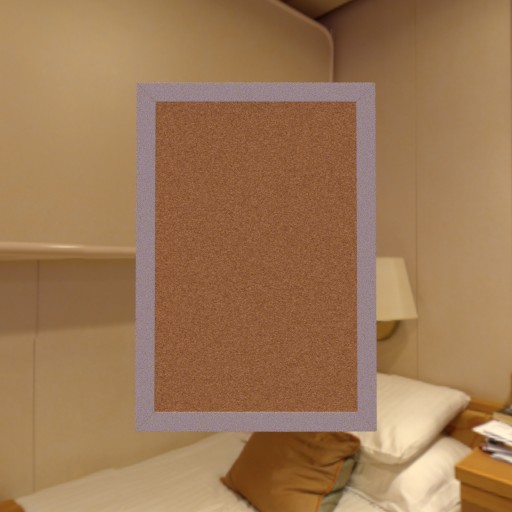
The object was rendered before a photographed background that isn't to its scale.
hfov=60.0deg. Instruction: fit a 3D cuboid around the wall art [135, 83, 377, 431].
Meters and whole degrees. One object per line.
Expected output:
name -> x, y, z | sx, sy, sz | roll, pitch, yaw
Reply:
wall art -> 0.000, 0.000, 0.843 | 0.454, 0.659, 0.011 | 0, -1, 0
